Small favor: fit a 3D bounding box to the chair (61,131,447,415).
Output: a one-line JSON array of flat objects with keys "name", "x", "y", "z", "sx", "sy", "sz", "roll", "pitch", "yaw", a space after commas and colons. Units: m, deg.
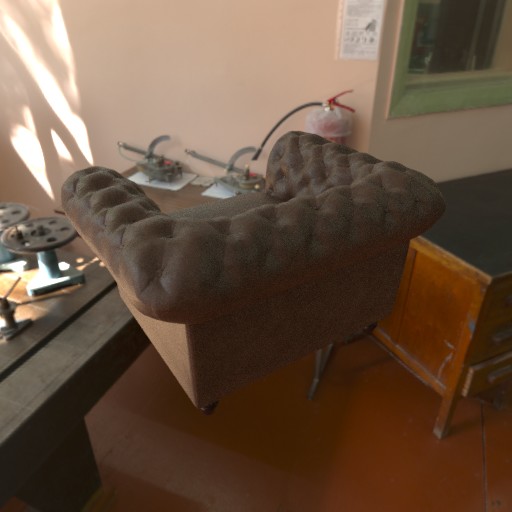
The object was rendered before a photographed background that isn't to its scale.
[{"name": "chair", "x": 0.000, "y": 0.000, "z": 1.883, "sx": 1.298, "sy": 0.784, "sz": 0.954, "roll": -18, "pitch": 35, "yaw": -28}]
